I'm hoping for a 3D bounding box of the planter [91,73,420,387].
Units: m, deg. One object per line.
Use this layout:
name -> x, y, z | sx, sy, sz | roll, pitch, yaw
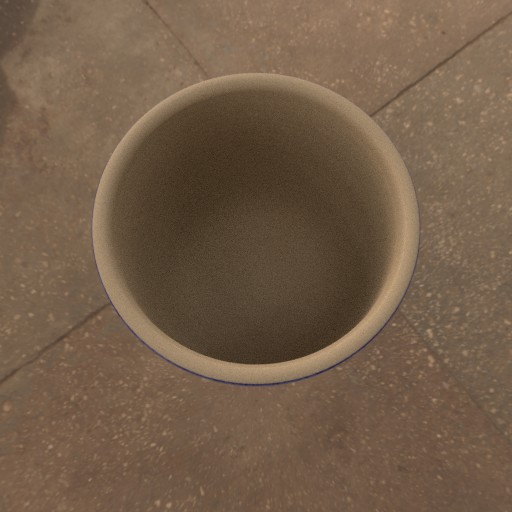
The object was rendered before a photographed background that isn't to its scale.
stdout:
planter -> 0.000, 0.000, 0.198 | 0.109, 0.112, 0.109 | 0, 76, 0
